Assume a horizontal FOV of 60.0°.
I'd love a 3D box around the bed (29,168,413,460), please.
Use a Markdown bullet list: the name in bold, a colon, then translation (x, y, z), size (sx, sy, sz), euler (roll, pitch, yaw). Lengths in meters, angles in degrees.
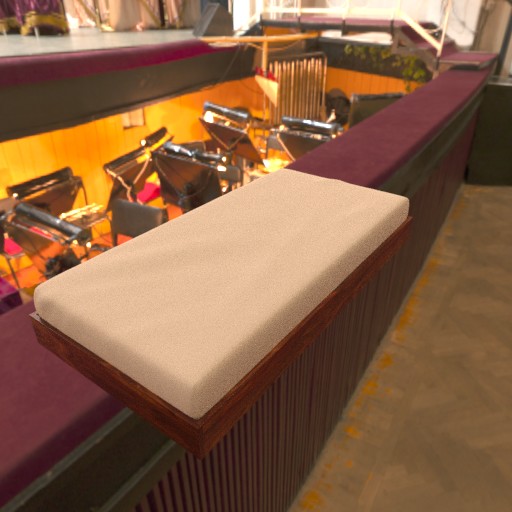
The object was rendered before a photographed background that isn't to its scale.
- **bed**: translation (0.000, 0.000, 2.220), size (0.940, 0.312, 1.860), euler (20, 36, 31)
